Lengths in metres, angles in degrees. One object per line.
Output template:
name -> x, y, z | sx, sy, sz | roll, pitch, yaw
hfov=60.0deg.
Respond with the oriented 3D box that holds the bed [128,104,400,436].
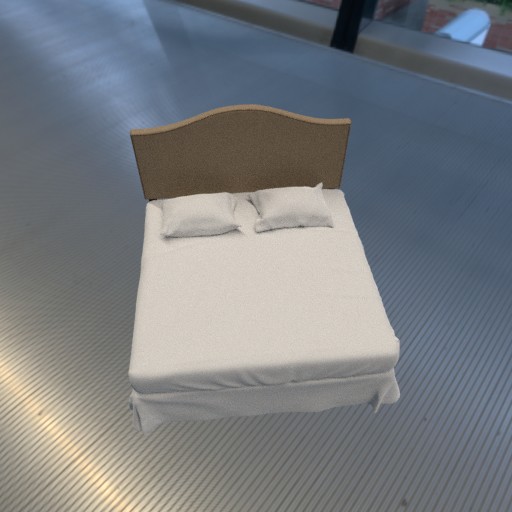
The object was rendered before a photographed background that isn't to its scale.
bed -> 0.000, 0.000, 3.732 | 2.311, 1.651, 2.222 | -4, 47, -4
